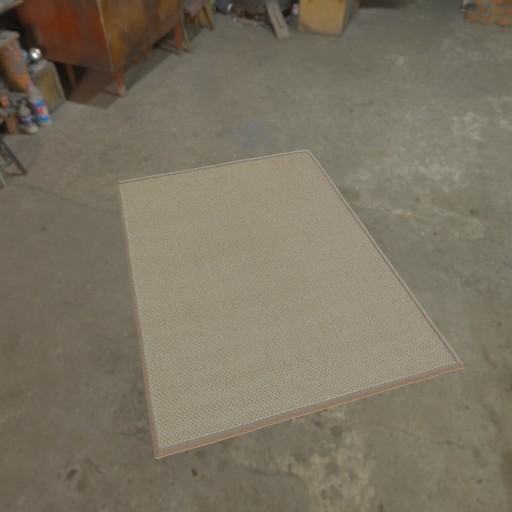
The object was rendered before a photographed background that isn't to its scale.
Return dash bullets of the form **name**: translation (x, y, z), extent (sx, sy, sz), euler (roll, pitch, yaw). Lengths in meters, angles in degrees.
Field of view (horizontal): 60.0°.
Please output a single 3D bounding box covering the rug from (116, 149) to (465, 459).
- **rug**: translation (0.000, 0.000, 2.723), extent (1.525, 0.020, 2.081), euler (-12, 47, -12)
